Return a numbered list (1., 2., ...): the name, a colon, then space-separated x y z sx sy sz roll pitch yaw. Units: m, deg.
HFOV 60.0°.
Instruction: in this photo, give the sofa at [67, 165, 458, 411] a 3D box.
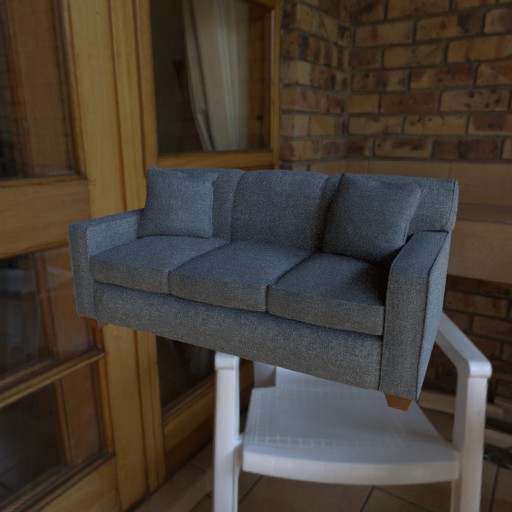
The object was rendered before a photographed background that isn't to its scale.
1. sofa: 0.000 0.000 2.567 2.024 0.958 0.997 8 17 26
